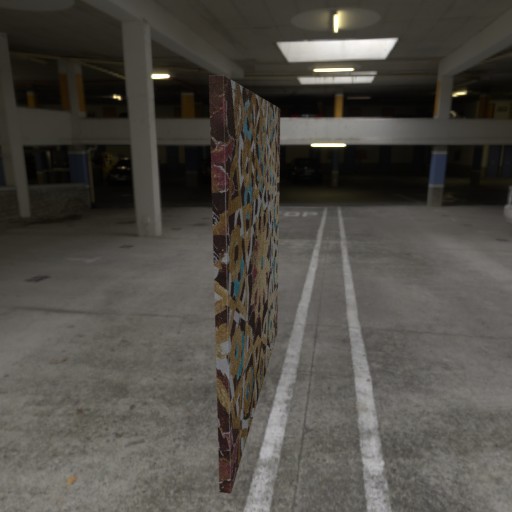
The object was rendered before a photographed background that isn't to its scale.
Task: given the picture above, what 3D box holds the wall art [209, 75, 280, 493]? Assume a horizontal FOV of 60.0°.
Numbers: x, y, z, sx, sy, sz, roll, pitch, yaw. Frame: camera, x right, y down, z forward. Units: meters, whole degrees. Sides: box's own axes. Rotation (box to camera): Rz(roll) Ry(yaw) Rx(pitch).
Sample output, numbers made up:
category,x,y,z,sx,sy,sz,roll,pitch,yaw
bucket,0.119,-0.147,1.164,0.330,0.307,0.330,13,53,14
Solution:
category,x,y,z,sx,sy,sz,roll,pitch,yaw
wall art,0.000,0.000,1.131,0.028,0.762,0.757,2,15,9
